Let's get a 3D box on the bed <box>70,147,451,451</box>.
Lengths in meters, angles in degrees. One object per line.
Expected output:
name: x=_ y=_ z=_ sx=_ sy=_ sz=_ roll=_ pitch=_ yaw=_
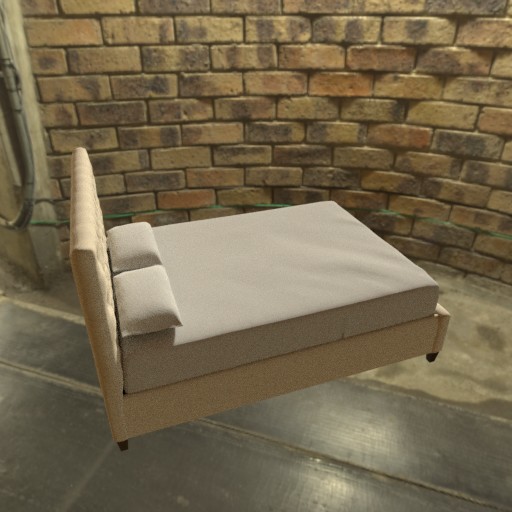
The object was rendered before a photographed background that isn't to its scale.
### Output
bed: x=0.000 y=0.000 z=3.358 sx=2.387 sy=1.427 sz=1.698 roll=-10 pitch=32 yaw=-17
